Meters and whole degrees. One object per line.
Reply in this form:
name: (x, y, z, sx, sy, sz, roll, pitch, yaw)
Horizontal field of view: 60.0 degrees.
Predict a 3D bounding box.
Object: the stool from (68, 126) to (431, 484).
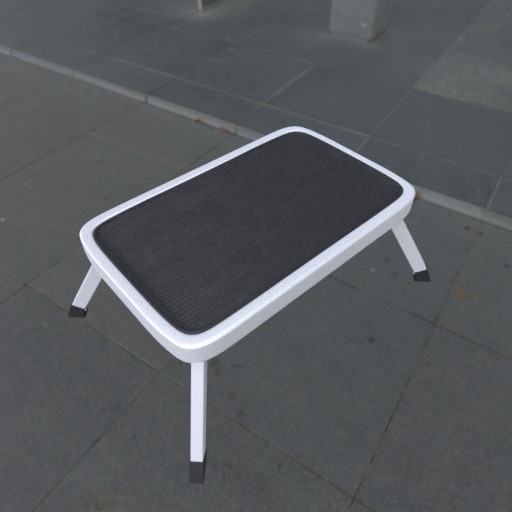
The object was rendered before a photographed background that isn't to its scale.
stool: (0.000, 0.000, 0.609, 0.460, 0.170, 0.320, -32, 54, -28)
